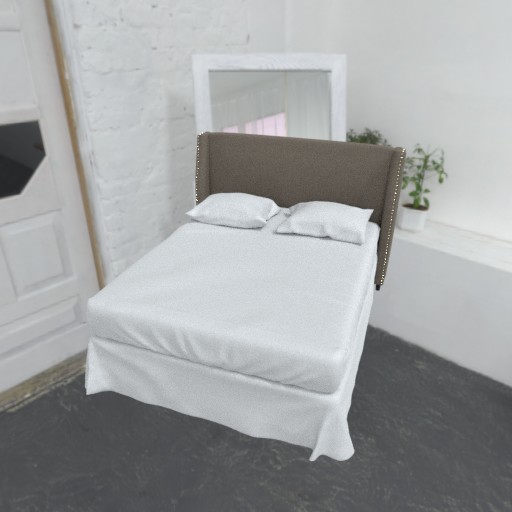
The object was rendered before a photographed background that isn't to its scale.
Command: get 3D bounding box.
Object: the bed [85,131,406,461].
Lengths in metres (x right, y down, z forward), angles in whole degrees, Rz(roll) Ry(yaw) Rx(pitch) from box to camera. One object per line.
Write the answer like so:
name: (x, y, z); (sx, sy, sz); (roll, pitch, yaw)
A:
bed: (0.000, 0.000, 3.403); (1.925, 1.332, 2.276); (9, 29, 17)
